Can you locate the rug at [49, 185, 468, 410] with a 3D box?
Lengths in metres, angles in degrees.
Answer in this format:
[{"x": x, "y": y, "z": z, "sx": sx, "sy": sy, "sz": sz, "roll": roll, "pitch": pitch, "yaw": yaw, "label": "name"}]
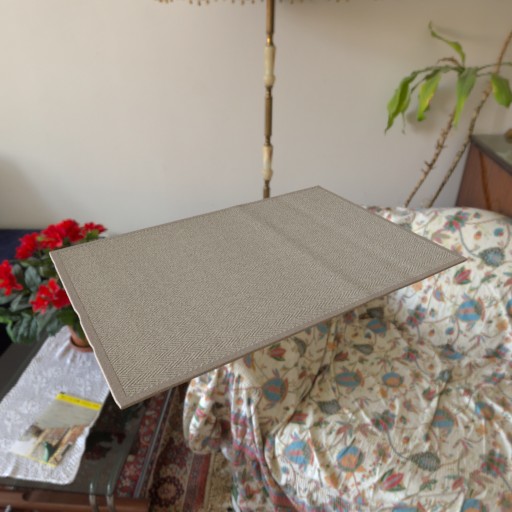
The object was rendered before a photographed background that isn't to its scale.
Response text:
[{"x": 0.000, "y": 0.000, "z": 2.910, "sx": 2.290, "sy": 0.021, "sz": 1.540, "roll": -17, "pitch": 34, "yaw": -27, "label": "rug"}]
